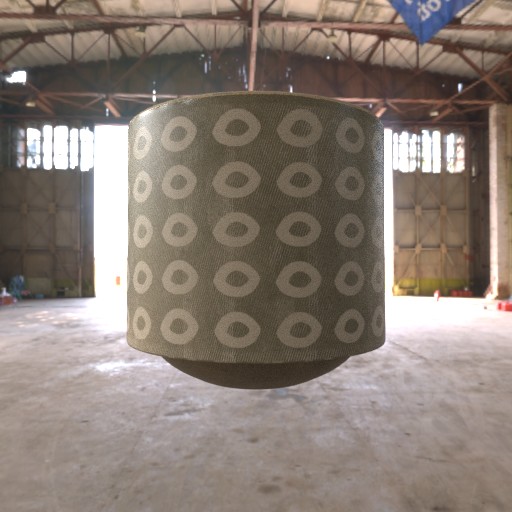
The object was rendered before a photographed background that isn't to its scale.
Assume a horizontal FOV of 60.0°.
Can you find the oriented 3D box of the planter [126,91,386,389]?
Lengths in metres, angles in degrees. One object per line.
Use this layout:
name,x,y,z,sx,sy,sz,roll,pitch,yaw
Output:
planter,0.000,0.000,0.447,0.250,0.239,0.250,0,-1,0
